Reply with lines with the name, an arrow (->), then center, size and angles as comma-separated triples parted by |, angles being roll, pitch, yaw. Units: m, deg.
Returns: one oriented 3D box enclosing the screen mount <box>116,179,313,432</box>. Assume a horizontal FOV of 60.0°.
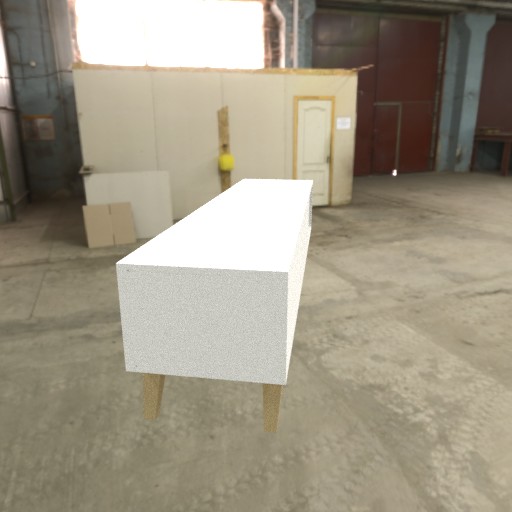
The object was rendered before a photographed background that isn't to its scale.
screen mount -> 0.000, 0.000, 1.834 | 0.399, 0.432, 1.644 | 3, 17, 8
